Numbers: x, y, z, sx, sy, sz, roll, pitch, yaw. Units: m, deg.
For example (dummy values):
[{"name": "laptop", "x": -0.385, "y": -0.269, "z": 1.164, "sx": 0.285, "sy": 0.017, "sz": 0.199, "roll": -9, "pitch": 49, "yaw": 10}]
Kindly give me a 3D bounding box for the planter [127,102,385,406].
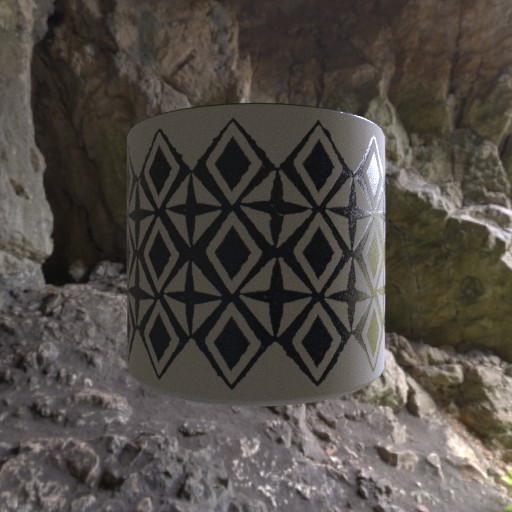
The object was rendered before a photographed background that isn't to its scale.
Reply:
[{"name": "planter", "x": 0.000, "y": 0.000, "z": 0.325, "sx": 0.182, "sy": 0.165, "sz": 0.182, "roll": 0, "pitch": 1, "yaw": 0}]
